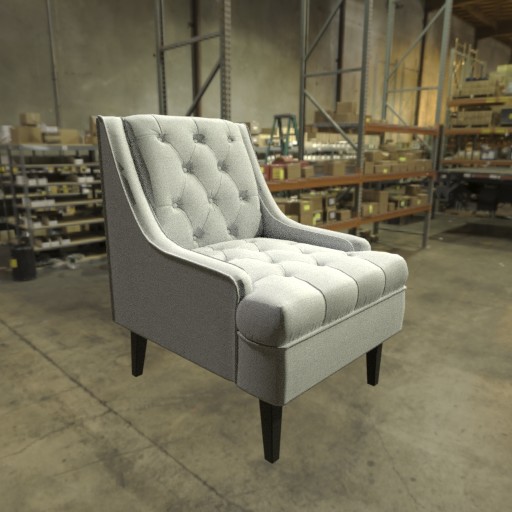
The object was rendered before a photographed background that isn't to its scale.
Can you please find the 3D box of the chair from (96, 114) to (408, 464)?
[{"bbox_3d":[0.000,0.000,1.430,0.772,0.891,0.658,13,19,42],"label":"chair"}]
